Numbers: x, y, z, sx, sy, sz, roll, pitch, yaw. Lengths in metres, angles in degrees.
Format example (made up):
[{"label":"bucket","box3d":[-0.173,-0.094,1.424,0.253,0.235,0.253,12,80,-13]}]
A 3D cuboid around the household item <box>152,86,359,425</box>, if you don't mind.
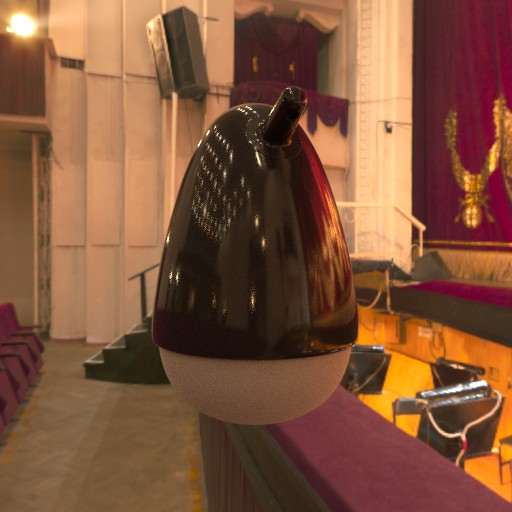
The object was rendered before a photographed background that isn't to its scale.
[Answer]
[{"label":"household item","box3d":[0.000,0.000,0.223,0.102,0.152,0.104,0,0,-18]}]
